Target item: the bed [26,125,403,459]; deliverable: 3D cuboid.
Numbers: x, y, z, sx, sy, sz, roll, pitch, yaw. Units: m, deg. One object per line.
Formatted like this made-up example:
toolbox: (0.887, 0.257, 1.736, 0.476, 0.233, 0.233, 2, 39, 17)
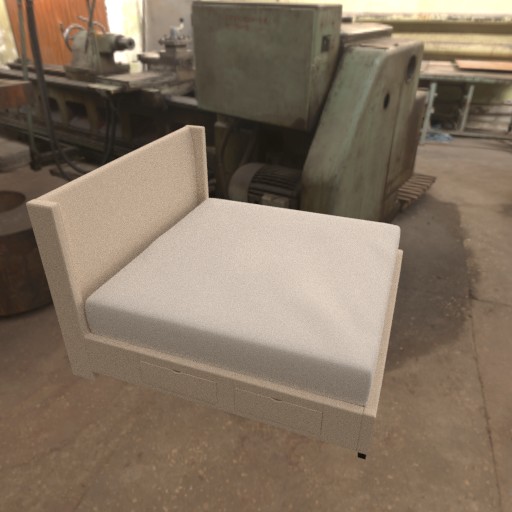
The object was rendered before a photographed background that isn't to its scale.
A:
bed: (0.000, 0.000, 3.647, 2.293, 1.471, 2.145, 10, 32, 17)
